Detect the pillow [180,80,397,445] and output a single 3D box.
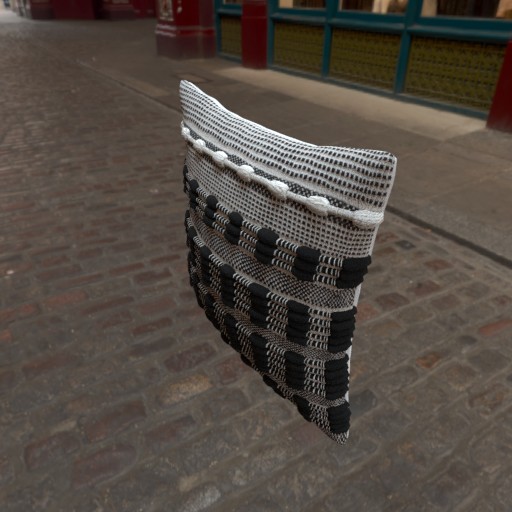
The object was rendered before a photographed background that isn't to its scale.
[{"bbox_3d":[0.000,0.000,0.670,0.156,0.438,0.436,-20,38,-29],"label":"pillow"}]
